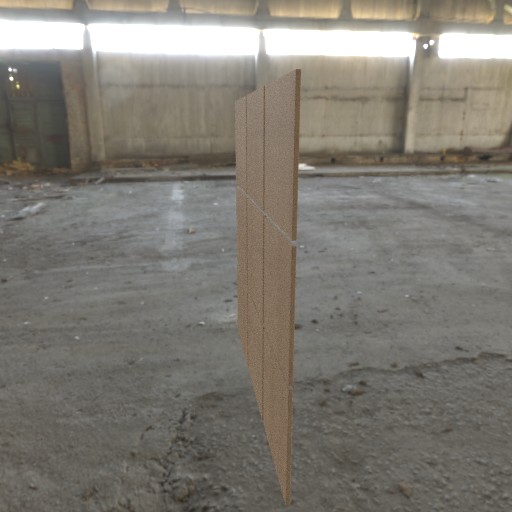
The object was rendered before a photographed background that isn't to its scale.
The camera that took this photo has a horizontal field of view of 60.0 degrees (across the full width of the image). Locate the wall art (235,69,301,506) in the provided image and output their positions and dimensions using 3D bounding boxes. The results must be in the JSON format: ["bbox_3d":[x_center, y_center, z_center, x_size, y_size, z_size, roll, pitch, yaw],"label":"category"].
[{"bbox_3d":[0.000,0.000,1.742,0.013,1.218,1.219,-3,16,-9],"label":"wall art"}]
